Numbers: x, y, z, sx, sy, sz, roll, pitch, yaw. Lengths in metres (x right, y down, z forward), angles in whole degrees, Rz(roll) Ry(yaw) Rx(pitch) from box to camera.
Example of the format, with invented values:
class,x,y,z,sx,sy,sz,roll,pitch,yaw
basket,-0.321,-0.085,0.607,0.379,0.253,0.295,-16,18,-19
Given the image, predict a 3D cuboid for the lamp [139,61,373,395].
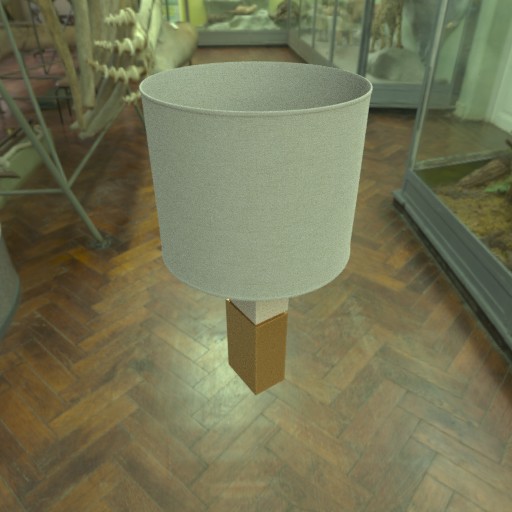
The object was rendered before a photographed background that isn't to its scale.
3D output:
class,x,y,z,sx,sy,sz,roll,pitch,yaw
lamp,0.000,0.000,0.558,0.229,0.417,0.229,-21,38,-29
